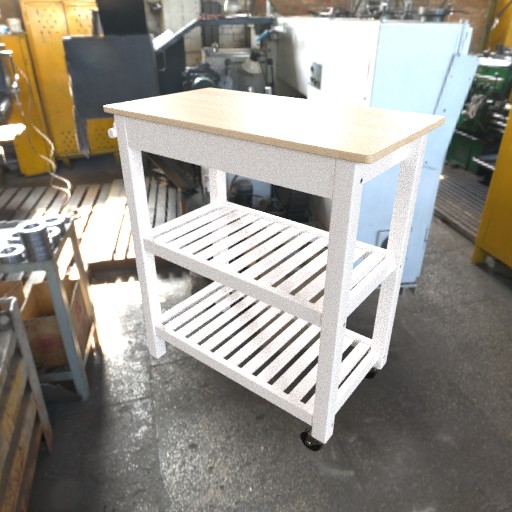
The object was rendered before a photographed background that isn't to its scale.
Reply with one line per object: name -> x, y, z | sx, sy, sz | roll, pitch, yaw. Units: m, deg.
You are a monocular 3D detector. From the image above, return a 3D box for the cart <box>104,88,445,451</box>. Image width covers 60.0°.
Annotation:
cart -> 0.000, 0.000, 1.455 | 0.899, 0.927, 0.457 | 20, 35, 32
